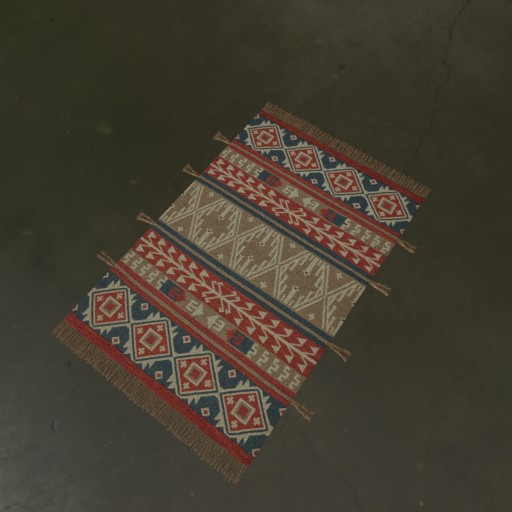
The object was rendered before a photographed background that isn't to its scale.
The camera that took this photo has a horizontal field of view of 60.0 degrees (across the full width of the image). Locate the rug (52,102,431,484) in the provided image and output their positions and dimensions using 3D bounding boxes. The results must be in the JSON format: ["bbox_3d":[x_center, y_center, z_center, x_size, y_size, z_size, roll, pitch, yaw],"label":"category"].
[{"bbox_3d":[0.000,0.000,3.069,1.778,0.048,2.450,33,69,15],"label":"rug"}]
